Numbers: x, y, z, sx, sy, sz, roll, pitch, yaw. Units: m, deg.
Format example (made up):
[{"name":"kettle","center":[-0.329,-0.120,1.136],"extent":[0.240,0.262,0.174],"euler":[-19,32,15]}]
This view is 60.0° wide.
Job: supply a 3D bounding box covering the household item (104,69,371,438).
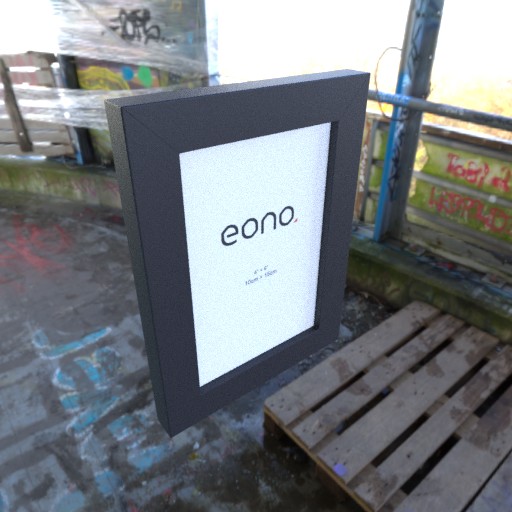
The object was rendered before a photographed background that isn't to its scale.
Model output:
[{"name":"household item","center":[0.000,0.000,0.241],"extent":[0.133,0.178,0.022],"euler":[-22,37,-32]}]
